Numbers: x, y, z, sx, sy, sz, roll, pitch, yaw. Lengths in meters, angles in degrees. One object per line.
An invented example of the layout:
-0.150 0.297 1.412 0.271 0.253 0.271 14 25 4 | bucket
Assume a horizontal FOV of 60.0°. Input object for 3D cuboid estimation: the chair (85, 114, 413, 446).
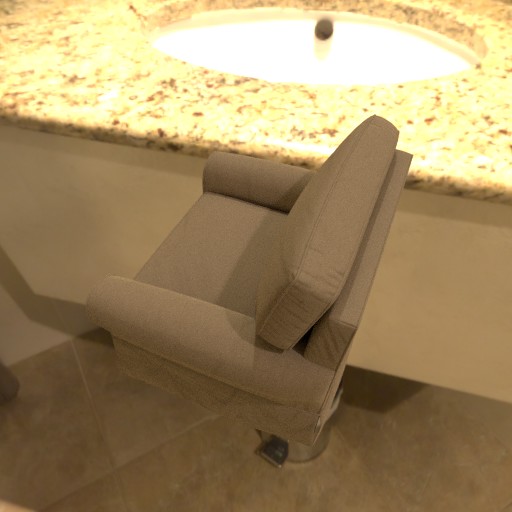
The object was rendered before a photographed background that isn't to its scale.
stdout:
0.000 0.000 1.871 0.988 1.017 1.135 17 48 16 | chair
